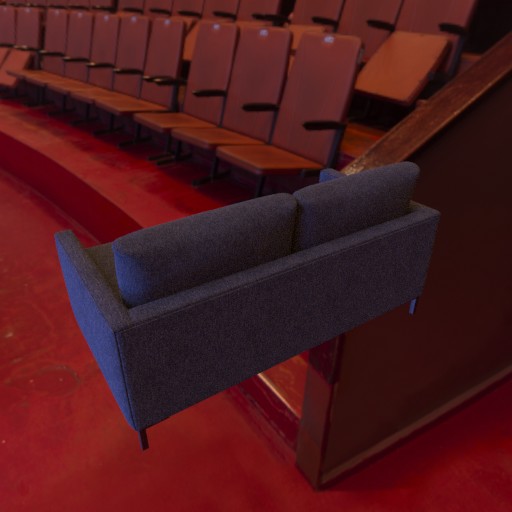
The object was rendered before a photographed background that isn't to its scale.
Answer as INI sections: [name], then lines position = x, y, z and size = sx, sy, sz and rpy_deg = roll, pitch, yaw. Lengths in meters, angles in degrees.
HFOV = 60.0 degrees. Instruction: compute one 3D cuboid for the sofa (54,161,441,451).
[sofa]
position = 0.000, 0.000, 2.232
size = 1.716, 0.862, 0.866
rpy_deg = -18, 34, -29
